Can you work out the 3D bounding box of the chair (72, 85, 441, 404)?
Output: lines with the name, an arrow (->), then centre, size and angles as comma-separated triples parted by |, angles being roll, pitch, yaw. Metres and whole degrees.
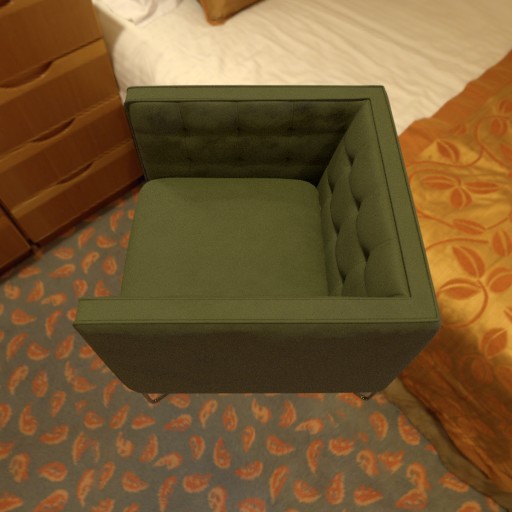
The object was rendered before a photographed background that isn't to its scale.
chair -> 0.000, 0.000, 1.570 | 0.894, 0.790, 0.880 | 0, 58, 0
